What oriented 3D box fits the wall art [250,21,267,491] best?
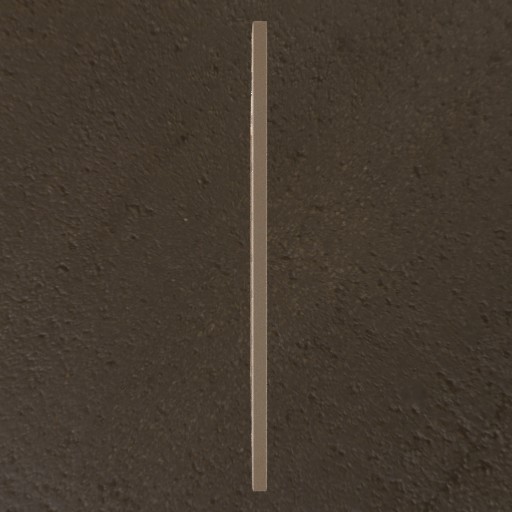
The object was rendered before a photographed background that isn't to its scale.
[{"bbox_3d":[0.000,0.000,1.606,0.042,0.912,1.219,0,90,-1],"label":"wall art"}]
